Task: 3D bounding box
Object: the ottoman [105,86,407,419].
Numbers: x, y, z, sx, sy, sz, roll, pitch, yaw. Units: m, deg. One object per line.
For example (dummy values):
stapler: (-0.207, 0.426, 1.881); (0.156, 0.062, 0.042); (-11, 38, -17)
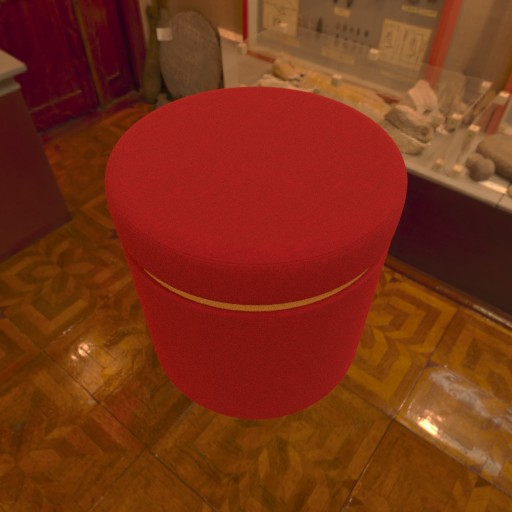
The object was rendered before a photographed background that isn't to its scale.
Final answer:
ottoman: (0.000, 0.000, 0.733); (0.400, 0.406, 0.400); (0, 47, 0)
